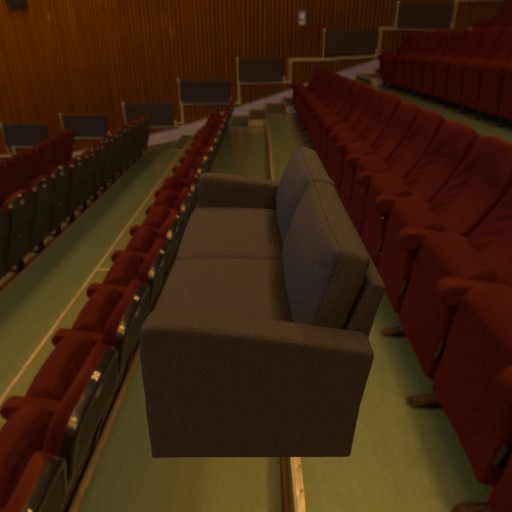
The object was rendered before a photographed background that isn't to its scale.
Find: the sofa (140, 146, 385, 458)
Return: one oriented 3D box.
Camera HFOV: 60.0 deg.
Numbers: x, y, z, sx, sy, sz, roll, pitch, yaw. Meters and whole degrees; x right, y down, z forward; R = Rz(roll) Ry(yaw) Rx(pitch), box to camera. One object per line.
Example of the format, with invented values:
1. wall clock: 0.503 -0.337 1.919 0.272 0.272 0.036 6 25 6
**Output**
1. sofa: 0.000 0.000 2.367 0.898 0.839 1.852 0 26 0
